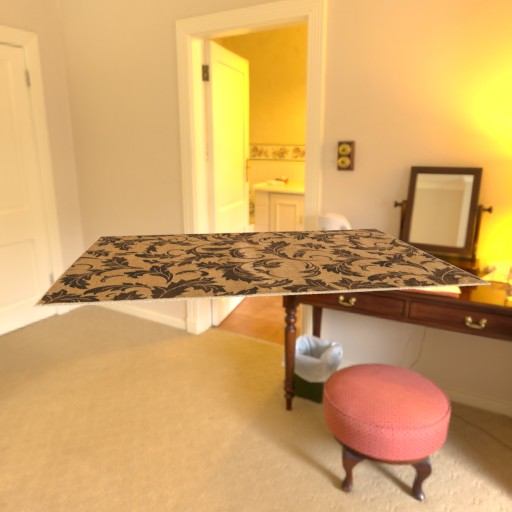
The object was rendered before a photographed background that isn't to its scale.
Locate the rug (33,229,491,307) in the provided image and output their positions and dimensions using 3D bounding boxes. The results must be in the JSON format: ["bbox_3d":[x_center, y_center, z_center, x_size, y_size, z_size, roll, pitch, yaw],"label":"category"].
[{"bbox_3d":[0.000,0.000,2.891,2.284,0.008,1.522,-2,15,-8],"label":"rug"}]
